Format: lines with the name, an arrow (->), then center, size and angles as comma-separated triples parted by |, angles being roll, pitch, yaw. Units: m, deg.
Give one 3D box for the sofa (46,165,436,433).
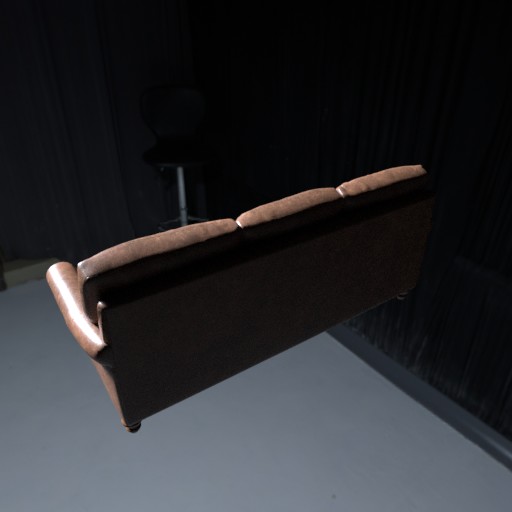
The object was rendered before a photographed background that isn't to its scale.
sofa -> 0.000, 0.000, 2.803 | 2.351, 0.977, 0.973 | -19, 35, -29
